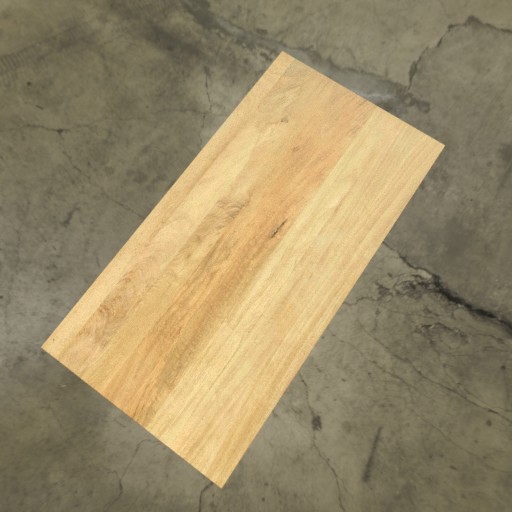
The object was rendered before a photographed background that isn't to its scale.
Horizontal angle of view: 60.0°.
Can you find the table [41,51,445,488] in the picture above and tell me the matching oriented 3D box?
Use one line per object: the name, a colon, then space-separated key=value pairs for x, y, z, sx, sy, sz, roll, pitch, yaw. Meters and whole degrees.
table: x=0.000 y=0.000 z=1.671 sx=0.699 sy=0.400 sz=1.348 roll=34 pitch=77 yaw=9
